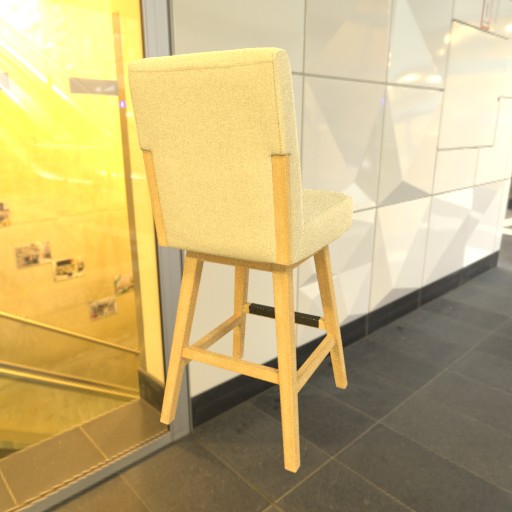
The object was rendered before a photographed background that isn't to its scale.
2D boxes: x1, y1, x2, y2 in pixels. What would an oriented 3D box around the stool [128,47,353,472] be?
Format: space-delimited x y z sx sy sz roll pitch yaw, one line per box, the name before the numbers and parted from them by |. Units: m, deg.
stool | 0.000 0.000 1.276 0.446 1.015 0.543 8 18 27
